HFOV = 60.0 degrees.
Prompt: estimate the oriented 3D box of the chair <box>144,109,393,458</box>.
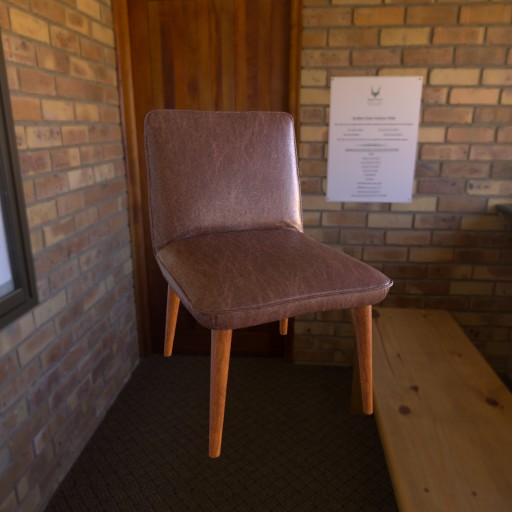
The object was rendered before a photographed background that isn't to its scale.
[{"bbox_3d":[0.000,0.000,1.256,0.543,0.803,0.645,-8,18,-26],"label":"chair"}]
